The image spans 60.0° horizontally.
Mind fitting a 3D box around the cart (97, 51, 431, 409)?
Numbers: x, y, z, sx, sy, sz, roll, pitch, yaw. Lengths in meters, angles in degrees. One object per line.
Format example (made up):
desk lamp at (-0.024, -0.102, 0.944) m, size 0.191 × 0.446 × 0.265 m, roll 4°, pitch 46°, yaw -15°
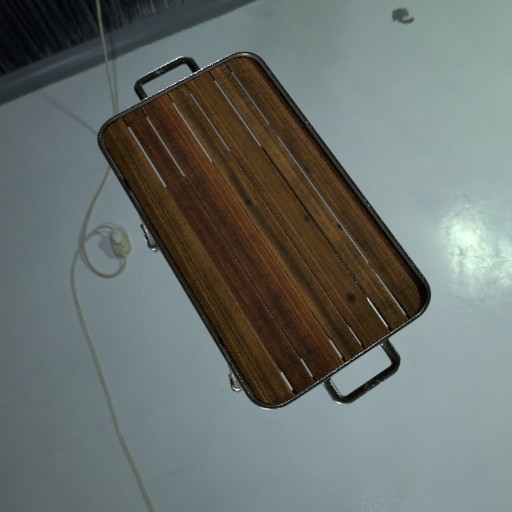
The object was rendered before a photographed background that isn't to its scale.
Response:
cart at (0.000, 0.000, 1.228) m, size 0.515 × 0.700 × 0.806 m, roll -31°, pitch 77°, yaw -8°
